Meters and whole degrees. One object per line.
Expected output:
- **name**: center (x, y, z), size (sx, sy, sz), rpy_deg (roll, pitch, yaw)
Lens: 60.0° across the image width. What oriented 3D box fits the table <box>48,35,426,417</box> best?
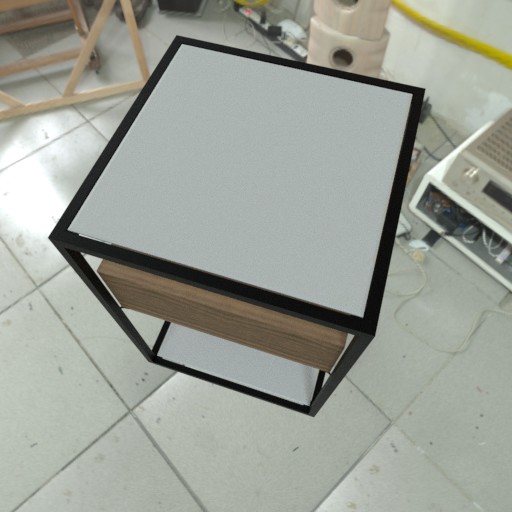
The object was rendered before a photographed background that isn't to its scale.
- **table**: center (0.000, 0.000, 0.801), size (0.378, 0.540, 0.378), rpy_deg (16, 63, 8)
